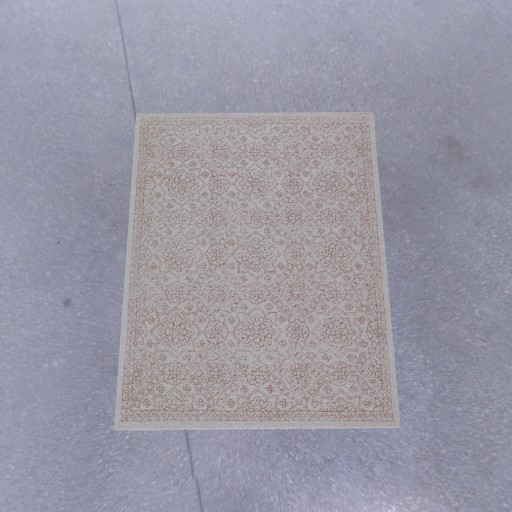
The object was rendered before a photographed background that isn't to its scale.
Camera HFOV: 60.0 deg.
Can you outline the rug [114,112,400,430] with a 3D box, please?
[{"bbox_3d":[0.000,0.000,4.173,2.441,0.015,3.050,0,75,0],"label":"rug"}]
